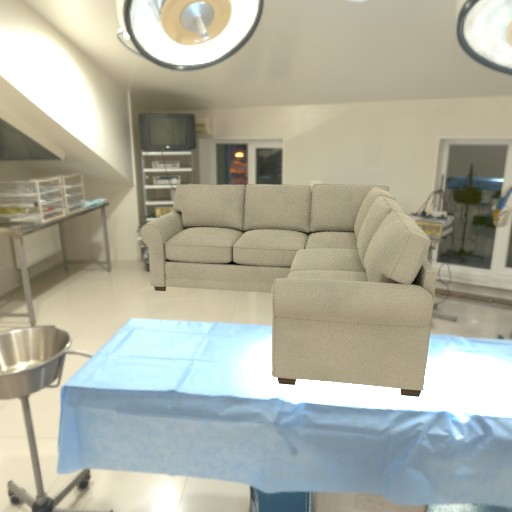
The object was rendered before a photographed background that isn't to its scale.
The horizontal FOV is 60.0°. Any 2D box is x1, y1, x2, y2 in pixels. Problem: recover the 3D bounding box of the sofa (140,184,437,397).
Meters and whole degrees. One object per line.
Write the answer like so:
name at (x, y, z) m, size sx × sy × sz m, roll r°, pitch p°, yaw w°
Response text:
sofa at (0.000, 0.000, 3.888) m, size 2.487 × 1.053 × 2.562 m, roll 3°, pitch 15°, yaw 10°
